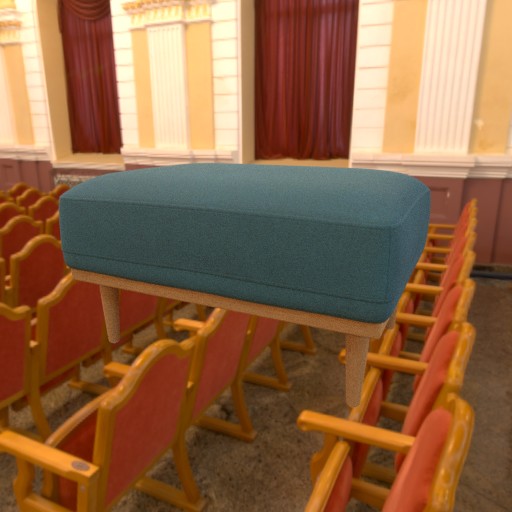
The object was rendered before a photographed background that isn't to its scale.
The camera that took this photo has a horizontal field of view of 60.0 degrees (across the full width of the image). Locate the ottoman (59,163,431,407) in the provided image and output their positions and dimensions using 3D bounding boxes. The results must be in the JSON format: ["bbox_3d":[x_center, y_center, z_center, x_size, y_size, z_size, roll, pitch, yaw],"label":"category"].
[{"bbox_3d":[0.000,0.000,1.092,0.749,0.428,0.549,8,18,25],"label":"ottoman"}]
